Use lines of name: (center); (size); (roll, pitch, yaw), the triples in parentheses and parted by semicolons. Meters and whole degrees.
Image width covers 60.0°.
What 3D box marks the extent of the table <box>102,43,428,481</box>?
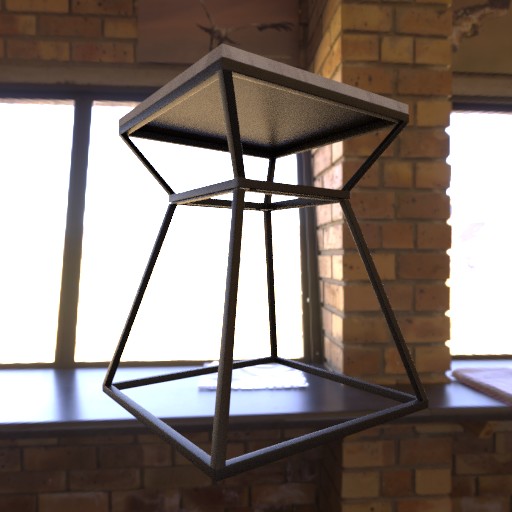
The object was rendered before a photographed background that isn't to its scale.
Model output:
table: (0.000, 0.000, 0.864); (0.455, 0.559, 0.455); (0, 0, -36)
